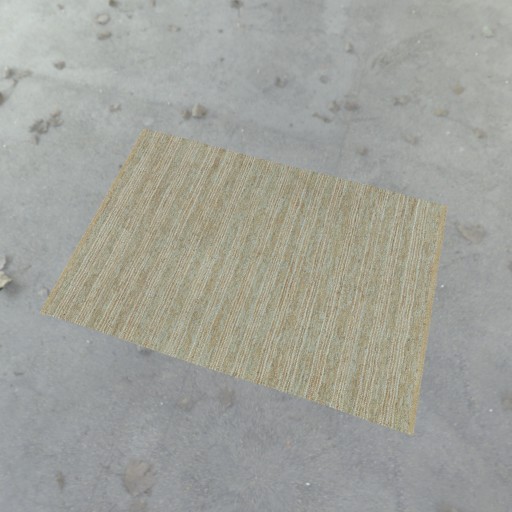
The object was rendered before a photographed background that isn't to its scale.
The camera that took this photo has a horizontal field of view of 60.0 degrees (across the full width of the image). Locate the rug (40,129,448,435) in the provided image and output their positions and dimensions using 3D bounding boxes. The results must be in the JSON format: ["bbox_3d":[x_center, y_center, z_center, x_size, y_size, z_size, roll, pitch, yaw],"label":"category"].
[{"bbox_3d":[0.000,0.000,2.306,1.824,0.010,1.240,16,65,8],"label":"rug"}]
